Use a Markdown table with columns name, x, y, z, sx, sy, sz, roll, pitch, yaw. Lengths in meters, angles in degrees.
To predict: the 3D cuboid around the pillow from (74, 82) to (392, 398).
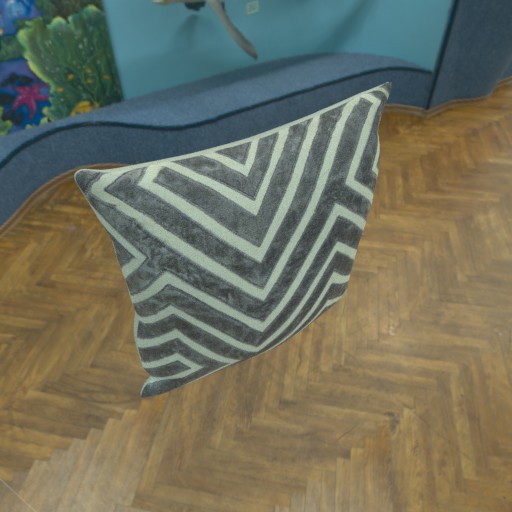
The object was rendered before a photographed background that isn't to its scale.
| name | x | y | z | sx | sy | sz | roll | pitch | yaw |
| --- | --- | --- | --- | --- | --- | --- | --- | --- | --- |
| pillow | 0.000 | 0.000 | 0.662 | 0.440 | 0.441 | 0.182 | -24 | 49 | -23 |
